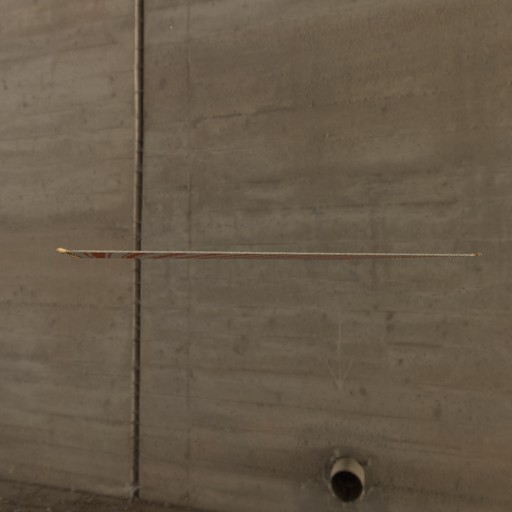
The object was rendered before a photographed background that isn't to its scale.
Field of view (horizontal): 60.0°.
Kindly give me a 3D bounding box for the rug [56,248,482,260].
[{"bbox_3d":[0.000,0.000,3.081,2.433,0.022,1.556,0,-1,-18],"label":"rug"}]
